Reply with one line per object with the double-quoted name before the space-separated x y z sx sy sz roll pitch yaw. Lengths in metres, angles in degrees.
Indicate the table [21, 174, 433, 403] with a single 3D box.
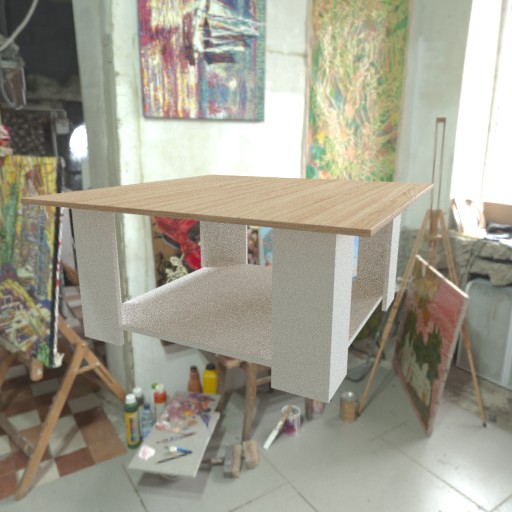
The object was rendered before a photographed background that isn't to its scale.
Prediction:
"table" 0.000 0.000 1.027 0.670 0.305 0.670 7 16 26
